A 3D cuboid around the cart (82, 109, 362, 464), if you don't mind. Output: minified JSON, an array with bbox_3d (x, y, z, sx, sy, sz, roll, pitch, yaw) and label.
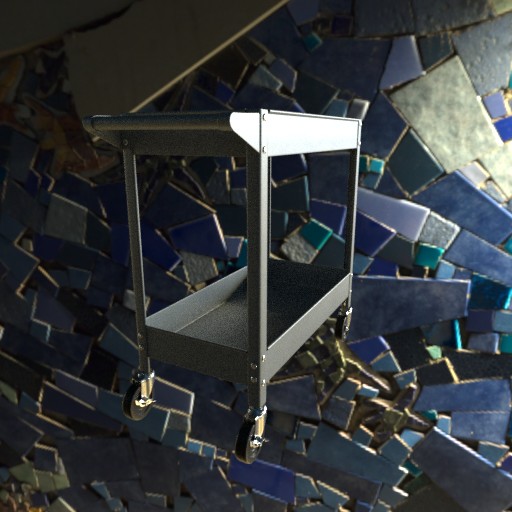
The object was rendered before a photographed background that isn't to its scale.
[{"bbox_3d":[0.000,0.000,1.193,0.366,0.719,0.779,8,17,27],"label":"cart"}]
